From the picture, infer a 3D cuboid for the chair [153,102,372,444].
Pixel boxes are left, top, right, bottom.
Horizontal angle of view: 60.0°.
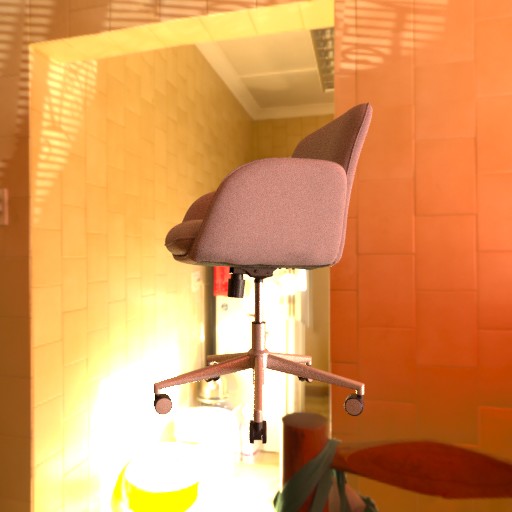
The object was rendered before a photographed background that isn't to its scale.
[{"bbox_3d":[0.000,0.000,1.441,0.654,0.959,0.648,0,0,-17],"label":"chair"}]
